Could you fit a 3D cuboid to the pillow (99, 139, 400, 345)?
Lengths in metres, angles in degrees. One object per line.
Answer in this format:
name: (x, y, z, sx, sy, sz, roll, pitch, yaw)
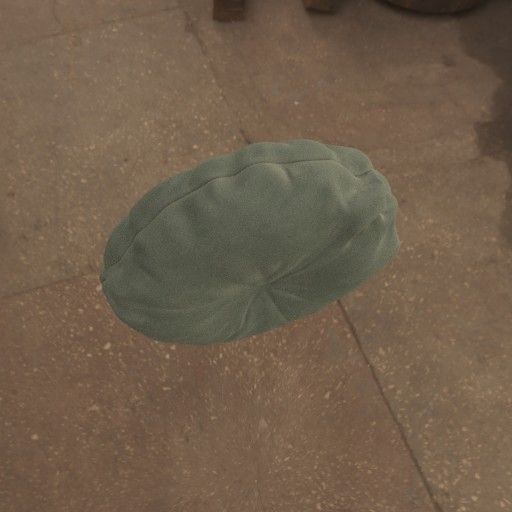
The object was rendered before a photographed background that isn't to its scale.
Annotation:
pillow: (0.000, 0.000, 0.635, 0.428, 0.407, 0.148, -15, 64, -8)
